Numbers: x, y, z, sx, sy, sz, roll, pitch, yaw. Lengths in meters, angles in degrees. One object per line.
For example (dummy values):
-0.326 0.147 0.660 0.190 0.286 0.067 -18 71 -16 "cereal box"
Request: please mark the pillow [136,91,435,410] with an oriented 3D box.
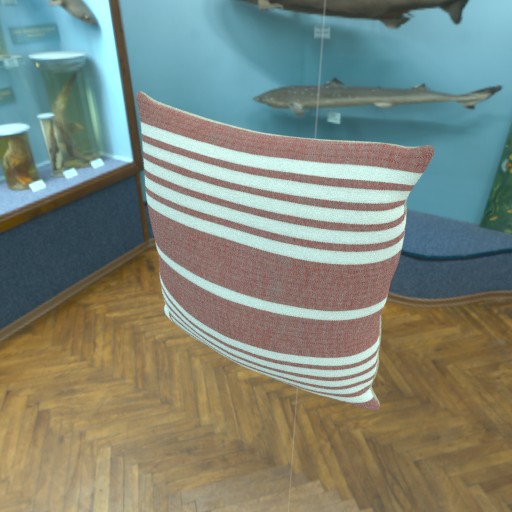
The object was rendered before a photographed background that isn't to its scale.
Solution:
0.000 0.000 0.665 0.439 0.427 0.182 19 37 27 "pillow"
